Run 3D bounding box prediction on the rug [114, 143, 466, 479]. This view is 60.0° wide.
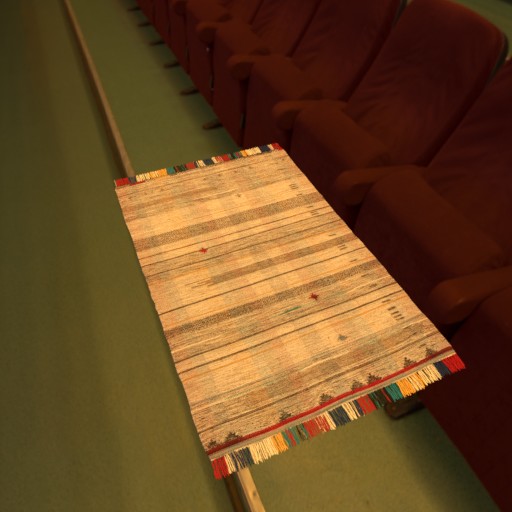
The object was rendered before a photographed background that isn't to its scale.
[{"bbox_3d":[0.000,0.000,2.961,1.465,0.012,2.465,-17,48,-16],"label":"rug"}]
